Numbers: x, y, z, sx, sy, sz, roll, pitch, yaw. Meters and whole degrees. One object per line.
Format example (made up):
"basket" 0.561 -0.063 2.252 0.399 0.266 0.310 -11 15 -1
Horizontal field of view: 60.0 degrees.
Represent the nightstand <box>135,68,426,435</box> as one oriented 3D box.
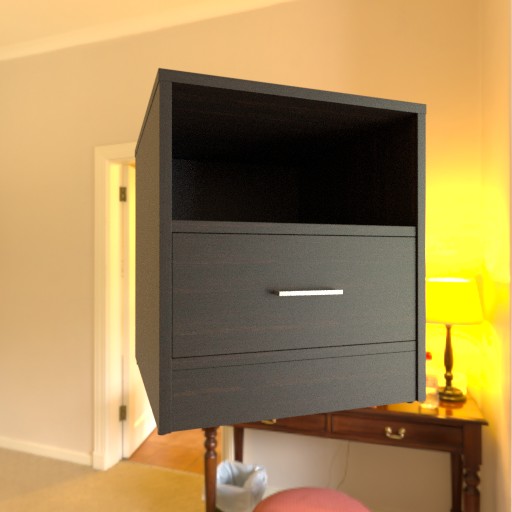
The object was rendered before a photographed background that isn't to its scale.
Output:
"nightstand" 0.000 0.000 0.811 0.400 0.460 0.461 0 0 -19
